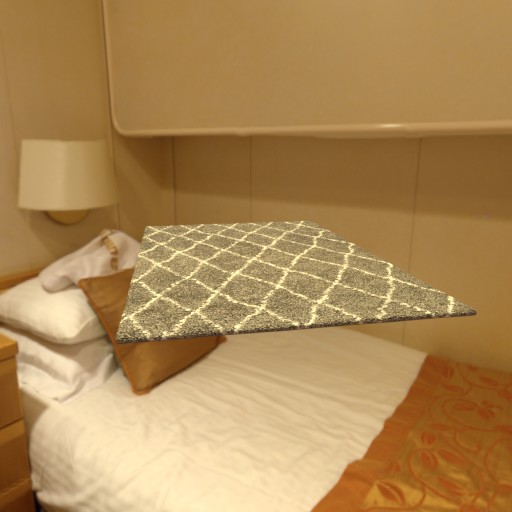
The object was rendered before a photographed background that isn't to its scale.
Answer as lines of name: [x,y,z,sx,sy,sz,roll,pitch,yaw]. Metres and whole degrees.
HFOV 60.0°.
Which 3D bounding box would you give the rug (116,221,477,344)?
rug: [0.000,0.000,3.393,1.778,0.030,2.743,-3,15,-11]
